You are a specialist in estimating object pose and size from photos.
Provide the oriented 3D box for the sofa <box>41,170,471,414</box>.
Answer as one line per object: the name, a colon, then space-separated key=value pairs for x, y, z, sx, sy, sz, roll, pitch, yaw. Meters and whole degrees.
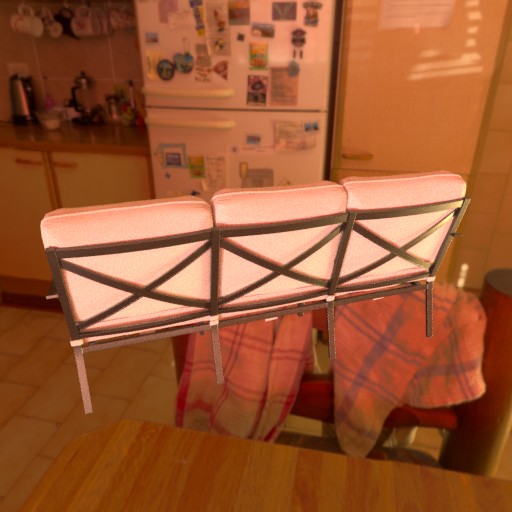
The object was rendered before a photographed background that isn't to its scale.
sofa: x=0.000 y=0.000 z=2.116 sx=1.740 sy=0.860 sz=0.787 roll=-8 pitch=27 yaw=-16
